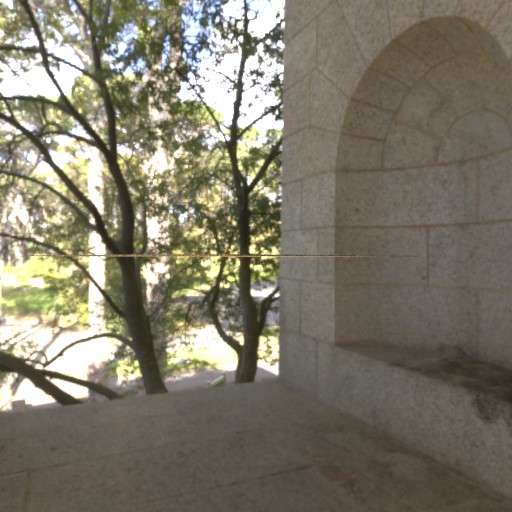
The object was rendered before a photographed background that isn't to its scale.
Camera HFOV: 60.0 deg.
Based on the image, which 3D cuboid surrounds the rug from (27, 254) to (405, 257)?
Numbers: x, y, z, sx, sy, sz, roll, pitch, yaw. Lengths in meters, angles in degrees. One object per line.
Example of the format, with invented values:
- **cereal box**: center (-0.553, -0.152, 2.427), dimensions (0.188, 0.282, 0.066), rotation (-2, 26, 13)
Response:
- **rug**: center (0.000, 0.000, 3.037), dimensions (1.521, 0.006, 2.435), rotation (0, 0, 37)
